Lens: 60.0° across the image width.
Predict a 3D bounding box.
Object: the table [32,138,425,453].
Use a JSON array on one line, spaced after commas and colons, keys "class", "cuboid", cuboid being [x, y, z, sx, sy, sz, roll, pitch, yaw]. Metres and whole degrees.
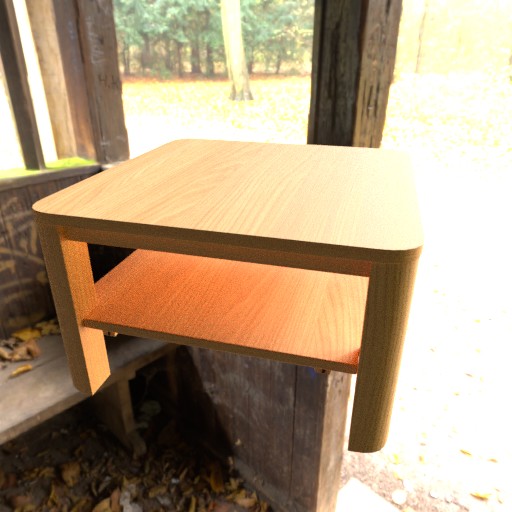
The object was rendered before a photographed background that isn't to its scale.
[{"class": "table", "cuboid": [0.000, 0.000, 1.188, 0.750, 0.450, 0.750, 7, 27, 14]}]
